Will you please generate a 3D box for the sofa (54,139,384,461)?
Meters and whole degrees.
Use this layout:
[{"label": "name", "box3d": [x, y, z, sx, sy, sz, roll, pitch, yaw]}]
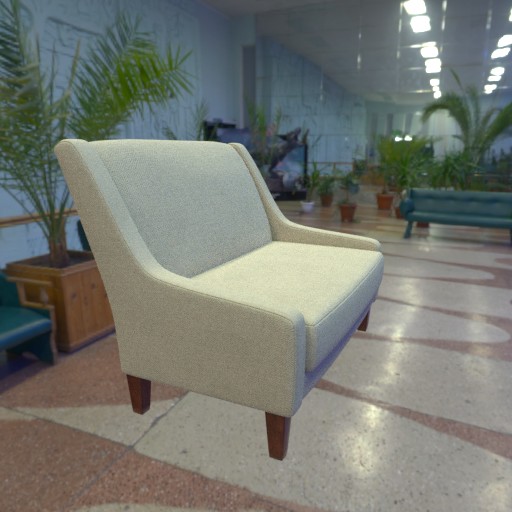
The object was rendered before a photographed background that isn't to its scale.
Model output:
[{"label": "sofa", "box3d": [0.000, 0.000, 1.921, 0.946, 0.976, 1.212, 7, 15, 26]}]
